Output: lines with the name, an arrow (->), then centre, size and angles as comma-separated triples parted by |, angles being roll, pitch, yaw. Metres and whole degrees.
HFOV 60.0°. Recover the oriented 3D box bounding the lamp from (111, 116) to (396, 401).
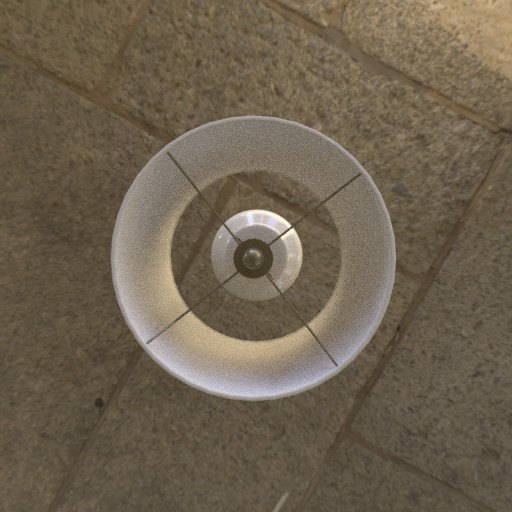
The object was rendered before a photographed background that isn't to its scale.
lamp -> 0.000, 0.000, 0.487 | 0.188, 0.392, 0.188 | 0, 91, 1
